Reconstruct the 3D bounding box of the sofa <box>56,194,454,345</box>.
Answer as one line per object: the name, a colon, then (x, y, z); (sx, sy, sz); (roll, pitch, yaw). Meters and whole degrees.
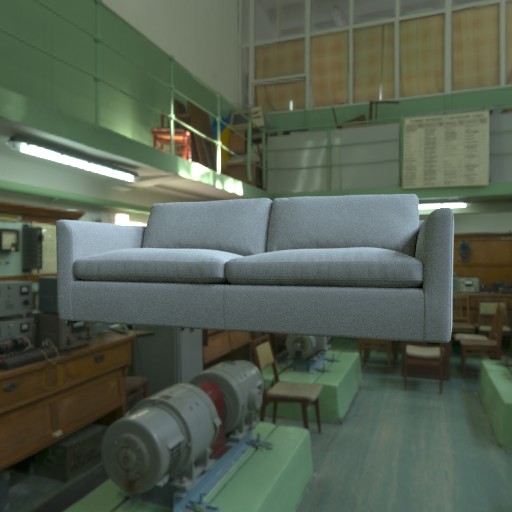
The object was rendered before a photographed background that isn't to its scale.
sofa: (0.000, 0.000, 2.854); (2.588, 0.838, 1.090); (0, 0, 19)
